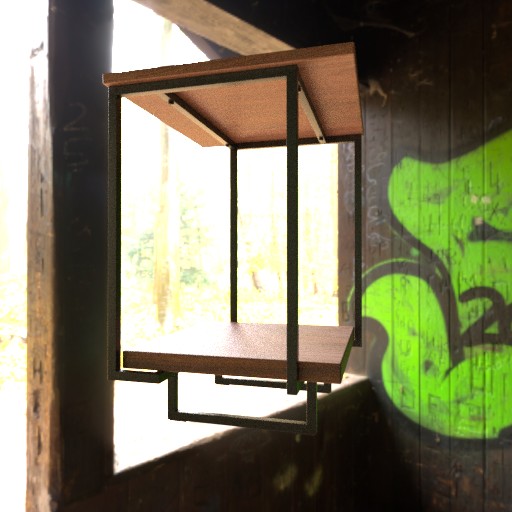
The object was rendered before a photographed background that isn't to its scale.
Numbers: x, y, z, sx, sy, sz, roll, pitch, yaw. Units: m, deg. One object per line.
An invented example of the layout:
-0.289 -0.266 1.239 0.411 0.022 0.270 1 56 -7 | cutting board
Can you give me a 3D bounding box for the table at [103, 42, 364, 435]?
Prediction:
0.000 0.000 0.836 0.384 0.567 0.411 0 -1 15 | table
